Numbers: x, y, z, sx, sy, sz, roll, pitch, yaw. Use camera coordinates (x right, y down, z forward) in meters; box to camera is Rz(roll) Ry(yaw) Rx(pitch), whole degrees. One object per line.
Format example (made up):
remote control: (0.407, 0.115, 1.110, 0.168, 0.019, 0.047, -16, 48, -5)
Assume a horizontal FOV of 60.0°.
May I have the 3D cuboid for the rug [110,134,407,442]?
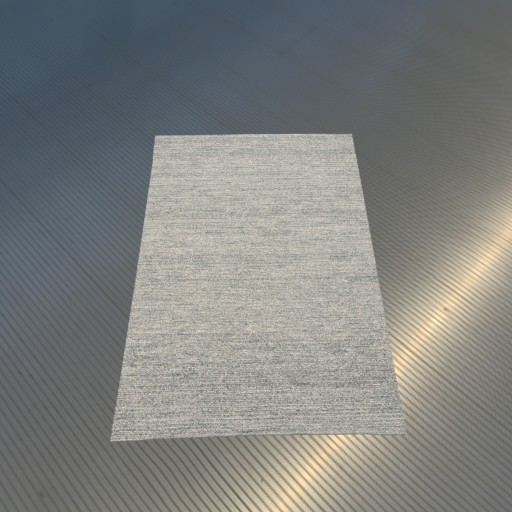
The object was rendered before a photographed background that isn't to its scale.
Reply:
rug: (0.000, 0.000, 3.015, 1.616, 0.030, 2.338, -1, 58, 0)
